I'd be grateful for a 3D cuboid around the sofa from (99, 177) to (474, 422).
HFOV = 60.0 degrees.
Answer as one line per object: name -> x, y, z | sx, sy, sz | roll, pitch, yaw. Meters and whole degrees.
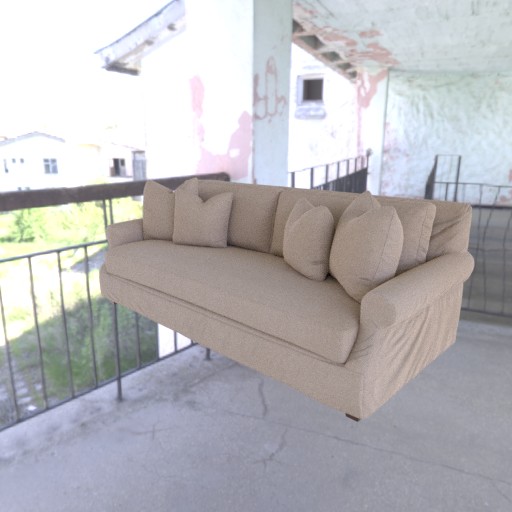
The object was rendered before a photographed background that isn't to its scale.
sofa -> 0.000, 0.000, 2.774 | 2.285, 0.904, 1.067 | 14, 20, 42
